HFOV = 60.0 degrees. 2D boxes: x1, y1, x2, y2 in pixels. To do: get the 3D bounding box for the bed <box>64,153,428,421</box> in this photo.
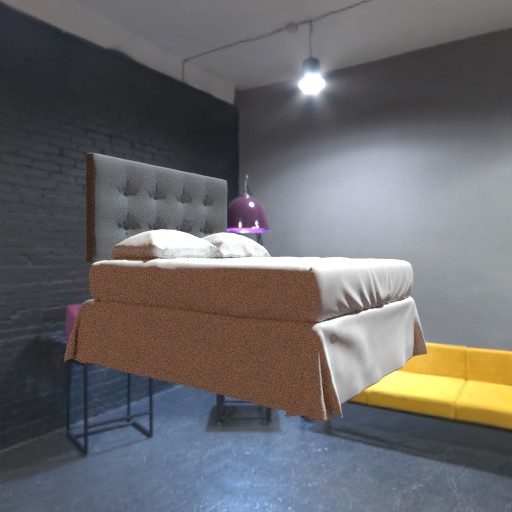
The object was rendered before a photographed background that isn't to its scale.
[{"bbox_3d":[0.000,0.000,3.461,2.222,1.577,1.936,0,1,35],"label":"bed"}]
